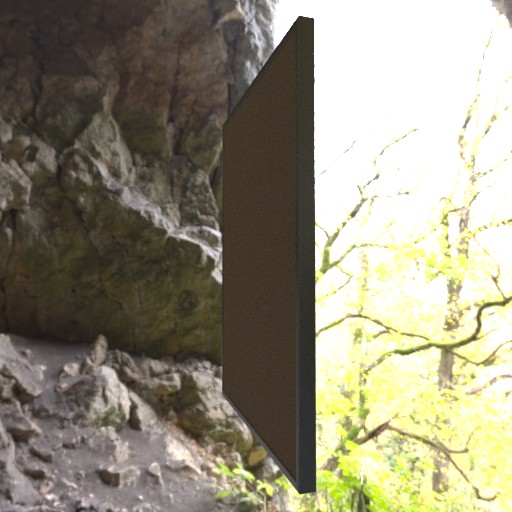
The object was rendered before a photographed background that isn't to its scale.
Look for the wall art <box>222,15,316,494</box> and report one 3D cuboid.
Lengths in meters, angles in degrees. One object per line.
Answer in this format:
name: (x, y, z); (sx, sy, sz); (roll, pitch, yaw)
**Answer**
wall art: (0.000, 0.000, 1.372); (0.041, 1.062, 0.803); (0, -2, -17)
